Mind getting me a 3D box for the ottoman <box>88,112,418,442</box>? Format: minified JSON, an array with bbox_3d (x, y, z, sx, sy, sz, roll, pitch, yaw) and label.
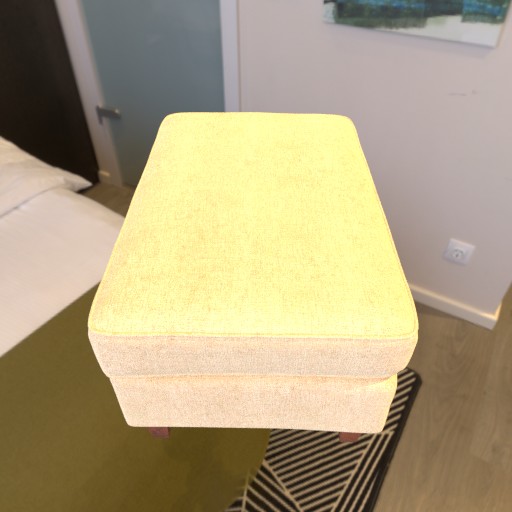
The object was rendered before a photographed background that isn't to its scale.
[{"bbox_3d":[0.000,0.000,1.181,0.583,0.484,0.862,0,42,1],"label":"ottoman"}]
